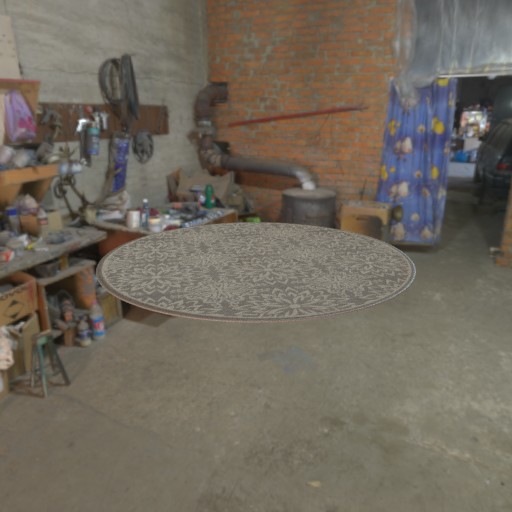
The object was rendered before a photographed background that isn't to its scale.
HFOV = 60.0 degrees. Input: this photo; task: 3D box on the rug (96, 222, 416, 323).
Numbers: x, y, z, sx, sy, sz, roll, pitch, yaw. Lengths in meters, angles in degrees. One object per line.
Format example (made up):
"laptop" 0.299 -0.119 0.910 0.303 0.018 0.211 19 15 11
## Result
"rug" 0.000 0.000 2.334 1.593 0.012 1.593 0 17 0
